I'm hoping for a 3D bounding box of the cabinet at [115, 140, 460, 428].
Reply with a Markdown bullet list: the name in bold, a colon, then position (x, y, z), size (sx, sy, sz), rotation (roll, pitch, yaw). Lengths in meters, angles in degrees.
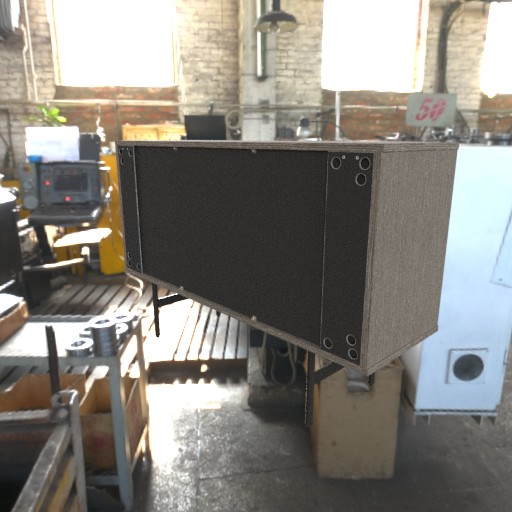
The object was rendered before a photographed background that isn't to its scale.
- **cabinet**: position (0.000, 0.000, 1.569), size (0.405, 0.787, 1.194), rotation (-14, 20, -42)
